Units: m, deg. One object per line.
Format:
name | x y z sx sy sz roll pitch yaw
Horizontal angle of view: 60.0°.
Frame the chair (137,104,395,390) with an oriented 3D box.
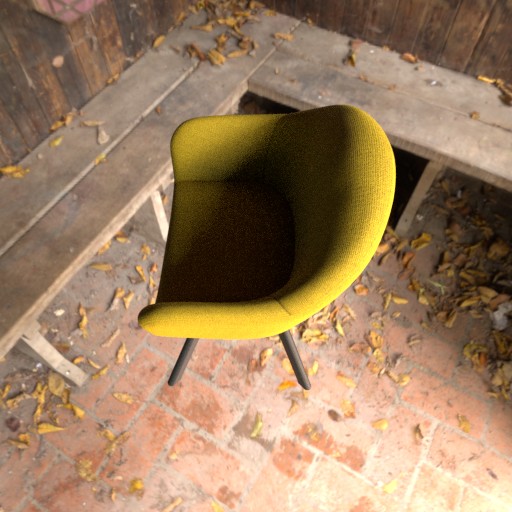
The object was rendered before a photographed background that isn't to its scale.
chair | 0.000 0.000 1.200 0.550 0.795 0.590 1 58 1
